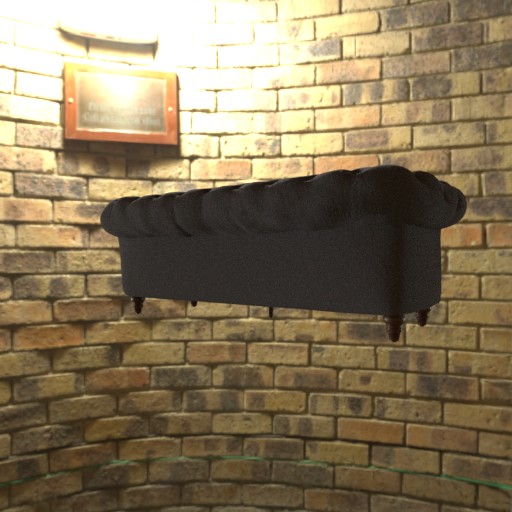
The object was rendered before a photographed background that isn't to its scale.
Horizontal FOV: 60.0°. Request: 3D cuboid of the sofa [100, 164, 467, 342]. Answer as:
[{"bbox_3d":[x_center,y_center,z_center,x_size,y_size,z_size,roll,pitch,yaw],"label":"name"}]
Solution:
[{"bbox_3d":[0.000,0.000,2.831,2.335,0.836,1.046,0,0,35],"label":"sofa"}]
